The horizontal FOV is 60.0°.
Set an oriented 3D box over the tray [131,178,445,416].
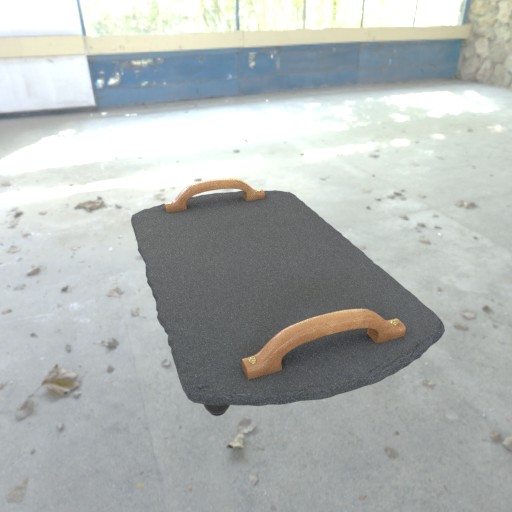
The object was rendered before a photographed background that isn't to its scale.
[{"bbox_3d":[0.000,0.000,0.471,0.231,0.062,0.387,-11,32,-18],"label":"tray"}]
